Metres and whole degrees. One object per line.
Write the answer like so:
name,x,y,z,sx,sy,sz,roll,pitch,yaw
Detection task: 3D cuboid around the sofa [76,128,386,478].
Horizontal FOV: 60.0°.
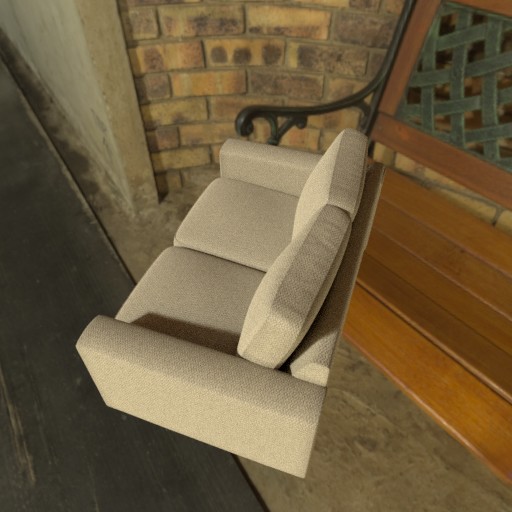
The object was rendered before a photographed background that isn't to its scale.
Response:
sofa,0.000,0.000,2.224,1.016,0.873,1.616,14,48,14
